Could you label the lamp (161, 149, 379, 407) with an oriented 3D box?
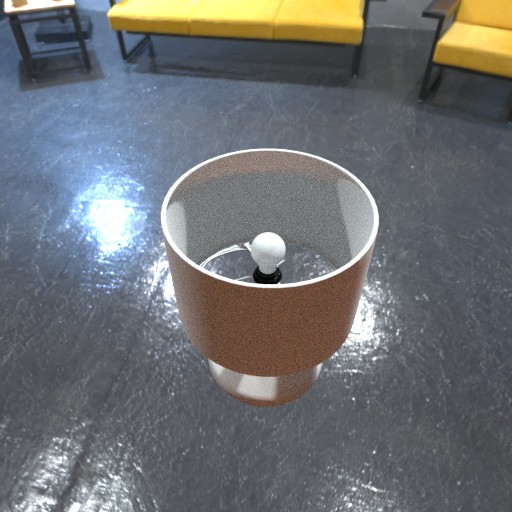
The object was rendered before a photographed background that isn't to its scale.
[{"bbox_3d":[0.000,0.000,0.878,0.401,0.457,0.546,10,46,9],"label":"lamp"}]
